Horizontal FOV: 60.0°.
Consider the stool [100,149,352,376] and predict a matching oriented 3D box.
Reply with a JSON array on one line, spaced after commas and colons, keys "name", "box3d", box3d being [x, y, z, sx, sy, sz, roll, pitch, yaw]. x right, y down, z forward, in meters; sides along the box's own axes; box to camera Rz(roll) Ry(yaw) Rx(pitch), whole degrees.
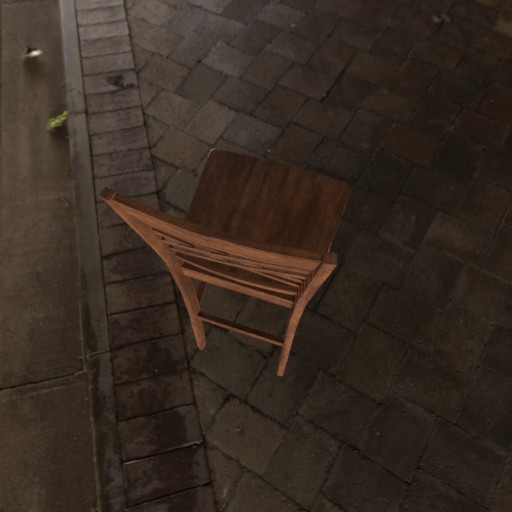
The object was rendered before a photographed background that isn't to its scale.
[{"name": "stool", "box3d": [0.000, 0.000, 1.345, 0.433, 1.105, 0.487, 17, 65, 8]}]
